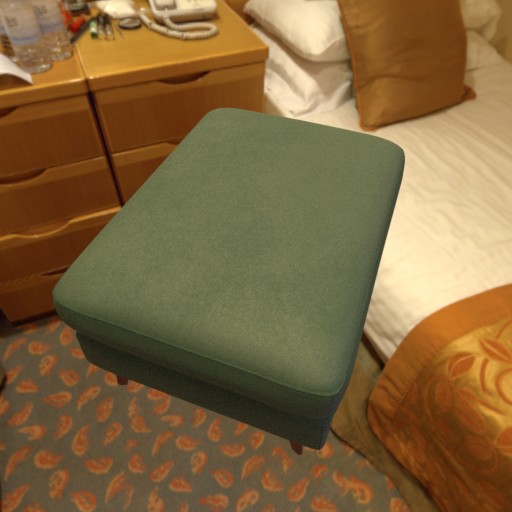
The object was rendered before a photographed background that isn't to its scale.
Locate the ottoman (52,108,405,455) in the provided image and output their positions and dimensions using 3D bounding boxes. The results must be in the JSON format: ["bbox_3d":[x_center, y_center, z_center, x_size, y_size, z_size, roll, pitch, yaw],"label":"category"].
[{"bbox_3d":[0.000,0.000,1.153,0.608,0.449,0.811,16,49,14],"label":"ottoman"}]
